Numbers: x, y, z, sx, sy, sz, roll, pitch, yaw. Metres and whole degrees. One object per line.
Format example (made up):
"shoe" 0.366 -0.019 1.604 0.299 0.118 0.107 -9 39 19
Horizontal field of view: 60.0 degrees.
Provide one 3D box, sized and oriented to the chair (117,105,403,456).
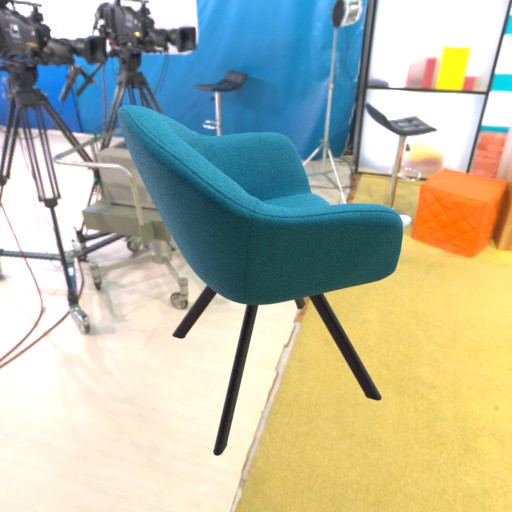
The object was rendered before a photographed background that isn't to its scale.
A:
"chair" 0.000 0.000 1.123 0.565 0.775 0.545 -11 33 -18
